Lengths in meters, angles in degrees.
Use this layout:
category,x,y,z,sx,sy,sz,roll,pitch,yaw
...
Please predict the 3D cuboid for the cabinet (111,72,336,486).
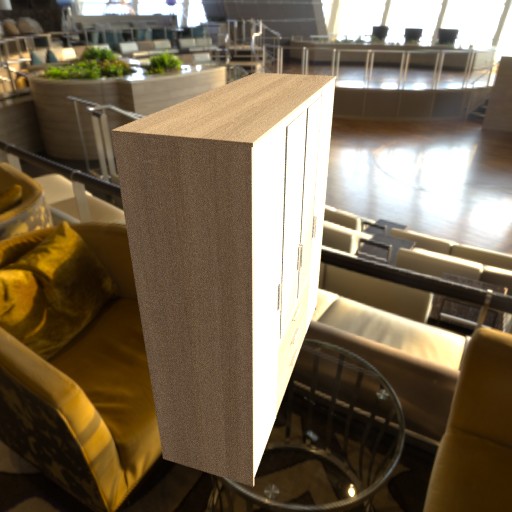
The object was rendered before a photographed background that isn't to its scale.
category,x,y,z,sx,sy,sz,roll,pitch,yaw
cabinet,0.000,0.000,2.988,0.620,2.060,1.870,9,31,16
